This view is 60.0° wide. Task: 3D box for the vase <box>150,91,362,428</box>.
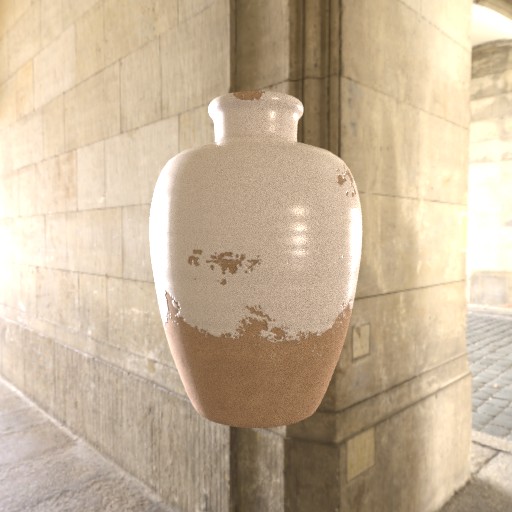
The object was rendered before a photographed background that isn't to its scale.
[{"bbox_3d":[0.000,0.000,0.340,0.158,0.228,0.158,0,3,0],"label":"vase"}]
